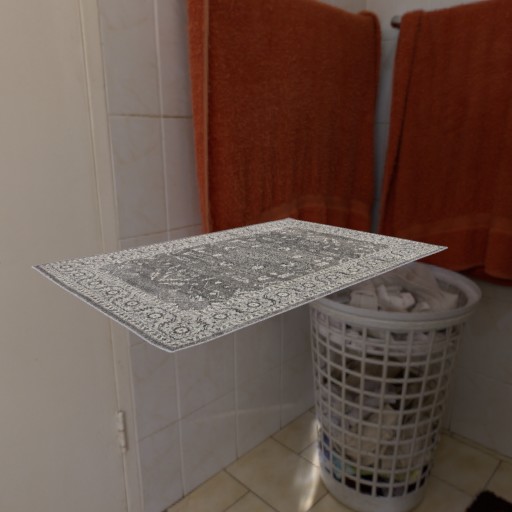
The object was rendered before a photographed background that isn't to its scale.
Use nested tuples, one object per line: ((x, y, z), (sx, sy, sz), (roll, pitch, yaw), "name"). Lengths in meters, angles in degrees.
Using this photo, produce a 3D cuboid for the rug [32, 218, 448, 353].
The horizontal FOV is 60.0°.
((0.000, 0.000, 2.299), (1.828, 0.019, 1.209), (-14, 21, -42), "rug")
